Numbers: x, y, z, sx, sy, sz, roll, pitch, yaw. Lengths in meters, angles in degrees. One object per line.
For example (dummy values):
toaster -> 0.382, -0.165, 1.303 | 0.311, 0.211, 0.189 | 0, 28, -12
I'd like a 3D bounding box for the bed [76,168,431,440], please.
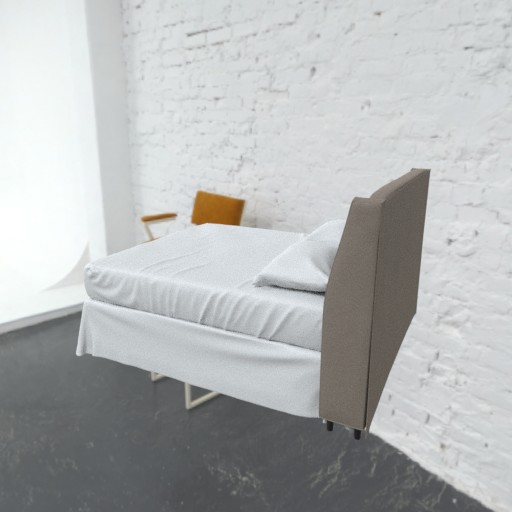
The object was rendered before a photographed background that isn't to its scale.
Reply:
bed -> 0.000, 0.000, 3.479 | 2.276, 1.332, 1.925 | 8, 18, 26
